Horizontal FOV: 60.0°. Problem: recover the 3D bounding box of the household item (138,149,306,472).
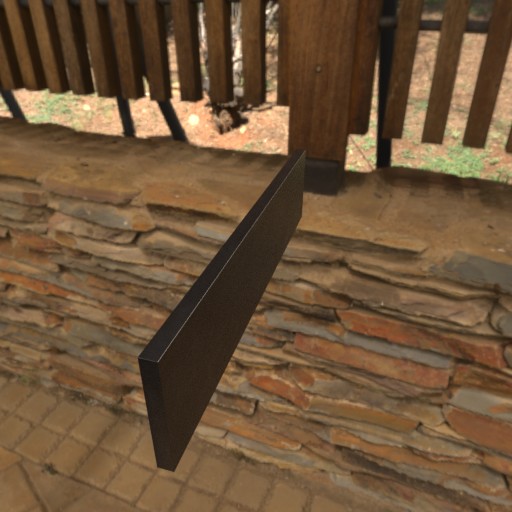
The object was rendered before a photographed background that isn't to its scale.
[{"bbox_3d":[0.000,0.000,1.064,0.030,0.236,1.001,9,31,14],"label":"household item"}]
